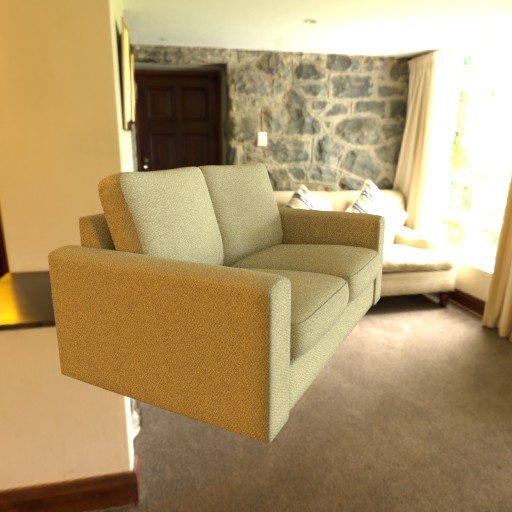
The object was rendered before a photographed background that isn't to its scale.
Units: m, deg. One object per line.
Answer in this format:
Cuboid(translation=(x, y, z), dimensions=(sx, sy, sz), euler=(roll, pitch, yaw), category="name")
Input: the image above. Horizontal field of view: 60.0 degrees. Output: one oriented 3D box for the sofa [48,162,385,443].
Cuboid(translation=(0.000, 0.000, 2.229), dimensions=(1.016, 0.873, 1.616), euler=(7, 16, 27), category="sofa")
